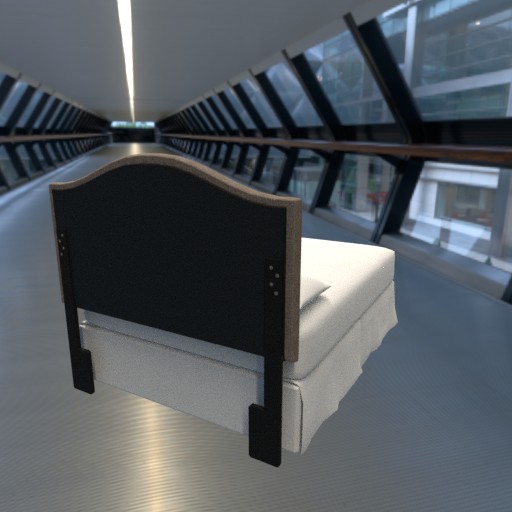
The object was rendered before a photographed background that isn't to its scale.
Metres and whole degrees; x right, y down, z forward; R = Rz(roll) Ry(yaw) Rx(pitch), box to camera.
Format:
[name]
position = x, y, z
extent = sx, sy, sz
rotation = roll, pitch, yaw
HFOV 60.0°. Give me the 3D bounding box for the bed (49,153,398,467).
[bed]
position = 0.000, 0.000, 3.277
extent = 1.713, 1.518, 2.153
rotation = 8, 16, 29
